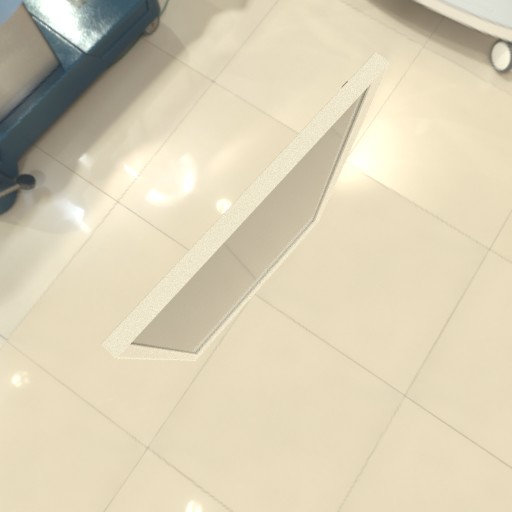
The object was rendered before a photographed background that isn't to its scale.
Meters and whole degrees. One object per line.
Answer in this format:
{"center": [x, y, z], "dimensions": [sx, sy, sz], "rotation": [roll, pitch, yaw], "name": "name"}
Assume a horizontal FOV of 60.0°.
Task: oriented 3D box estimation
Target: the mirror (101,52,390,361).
{"center": [0.000, 0.000, 1.309], "dimensions": [0.041, 1.016, 0.762], "rotation": [40, 80, 9], "name": "mirror"}
